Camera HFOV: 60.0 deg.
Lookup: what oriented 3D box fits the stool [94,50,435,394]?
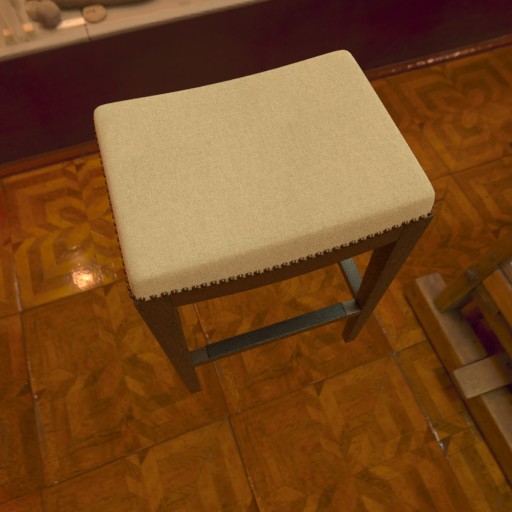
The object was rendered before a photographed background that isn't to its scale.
[{"bbox_3d":[0.000,0.000,1.023,0.498,0.759,0.358,-16,64,-8],"label":"stool"}]
